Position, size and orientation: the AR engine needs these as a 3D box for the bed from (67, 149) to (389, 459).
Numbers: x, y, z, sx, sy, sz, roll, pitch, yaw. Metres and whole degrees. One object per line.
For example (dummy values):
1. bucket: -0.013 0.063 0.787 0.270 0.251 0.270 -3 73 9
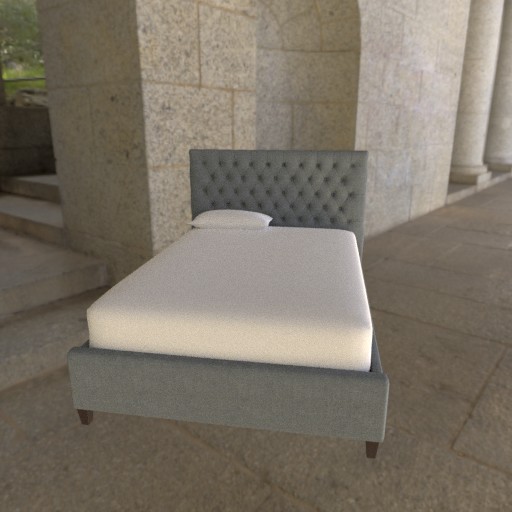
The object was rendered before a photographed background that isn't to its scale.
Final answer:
1. bed: 0.000 0.000 3.268 1.698 1.411 2.335 3 17 9
